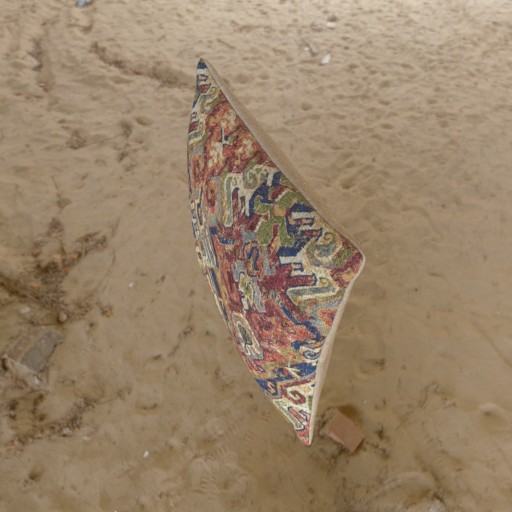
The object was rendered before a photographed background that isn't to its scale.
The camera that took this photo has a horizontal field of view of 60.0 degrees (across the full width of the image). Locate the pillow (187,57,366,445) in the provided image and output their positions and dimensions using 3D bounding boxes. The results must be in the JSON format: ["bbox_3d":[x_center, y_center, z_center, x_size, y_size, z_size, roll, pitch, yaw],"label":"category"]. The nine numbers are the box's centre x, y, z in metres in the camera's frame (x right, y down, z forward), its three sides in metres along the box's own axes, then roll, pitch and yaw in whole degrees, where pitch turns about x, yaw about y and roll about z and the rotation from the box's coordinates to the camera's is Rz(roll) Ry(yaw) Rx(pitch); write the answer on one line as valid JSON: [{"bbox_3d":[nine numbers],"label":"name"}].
[{"bbox_3d":[0.000,0.000,0.786,0.166,0.506,0.523,-17,49,-16],"label":"pillow"}]
